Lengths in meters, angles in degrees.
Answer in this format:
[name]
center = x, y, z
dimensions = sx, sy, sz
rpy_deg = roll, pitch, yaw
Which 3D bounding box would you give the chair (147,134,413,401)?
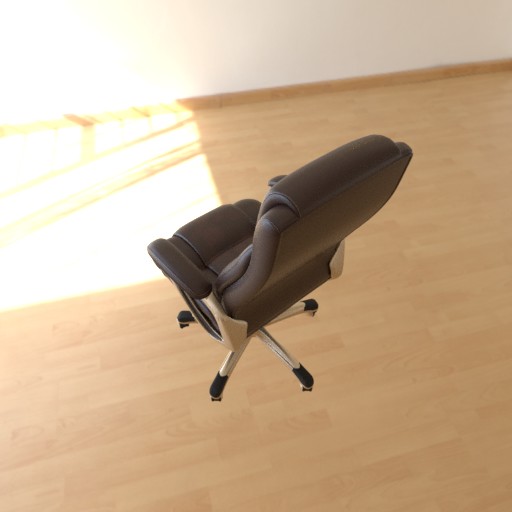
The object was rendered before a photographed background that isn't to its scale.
[chair]
center = 0.000, 0.000, 1.656
dimensions = 0.692, 1.194, 0.749
rpy_deg = -32, 54, -27
